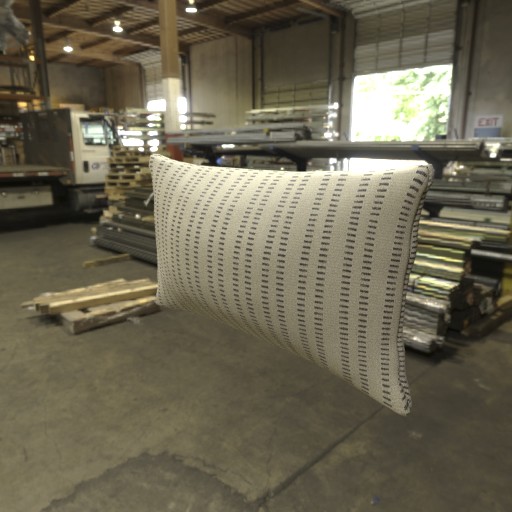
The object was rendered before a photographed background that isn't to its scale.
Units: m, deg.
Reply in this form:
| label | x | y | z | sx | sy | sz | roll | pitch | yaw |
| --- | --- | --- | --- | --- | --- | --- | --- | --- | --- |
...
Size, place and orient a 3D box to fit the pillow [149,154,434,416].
| label | x | y | z | sx | sy | sz | roll | pitch | yaw |
| --- | --- | --- | --- | --- | --- | --- | --- | --- | --- |
| pillow | 0.000 | 0.000 | 0.811 | 0.640 | 0.353 | 0.210 | 14 | 20 | 43 |
